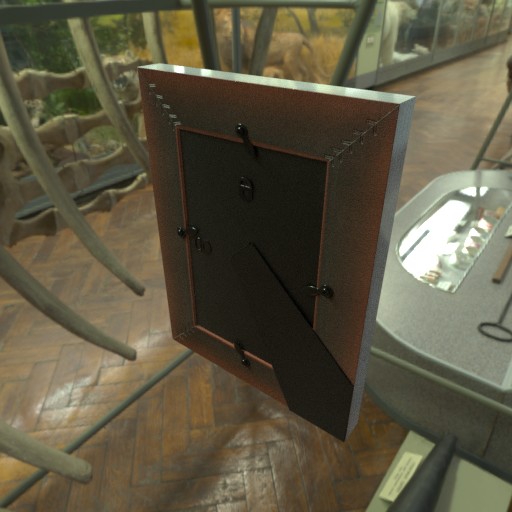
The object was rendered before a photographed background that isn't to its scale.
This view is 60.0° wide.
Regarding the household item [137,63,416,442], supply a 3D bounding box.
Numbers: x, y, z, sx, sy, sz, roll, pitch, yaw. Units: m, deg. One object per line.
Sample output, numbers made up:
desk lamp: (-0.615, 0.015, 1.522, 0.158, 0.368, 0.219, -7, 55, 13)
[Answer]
household item: (0.000, 0.000, 0.287, 0.165, 0.216, 0.025, 22, 37, 31)
